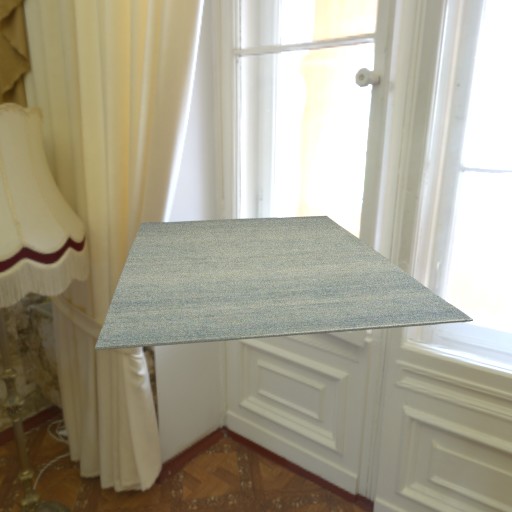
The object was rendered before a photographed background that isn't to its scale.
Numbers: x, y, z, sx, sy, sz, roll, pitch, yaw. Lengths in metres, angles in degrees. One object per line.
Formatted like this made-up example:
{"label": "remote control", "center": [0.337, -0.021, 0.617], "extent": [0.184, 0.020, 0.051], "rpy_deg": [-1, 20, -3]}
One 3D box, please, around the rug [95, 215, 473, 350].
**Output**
{"label": "rug", "center": [0.000, 0.000, 4.312], "extent": [2.461, 0.046, 3.237], "rpy_deg": [-3, 18, -9]}
